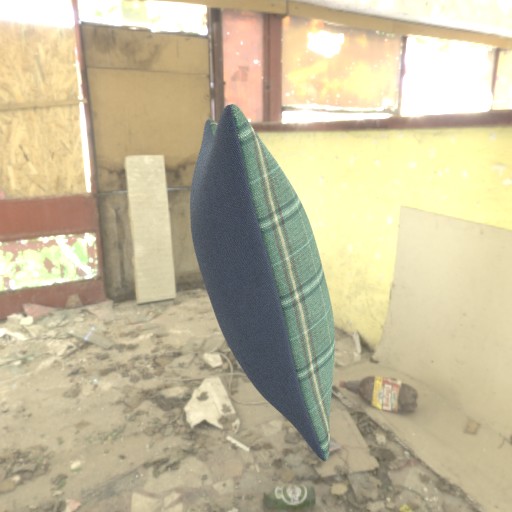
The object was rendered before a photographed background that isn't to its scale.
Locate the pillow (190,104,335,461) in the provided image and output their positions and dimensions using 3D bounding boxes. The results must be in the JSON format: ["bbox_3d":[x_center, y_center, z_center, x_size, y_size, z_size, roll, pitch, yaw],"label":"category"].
[{"bbox_3d":[0.000,0.000,0.701,0.200,0.430,0.453,-2,15,-8],"label":"pillow"}]
